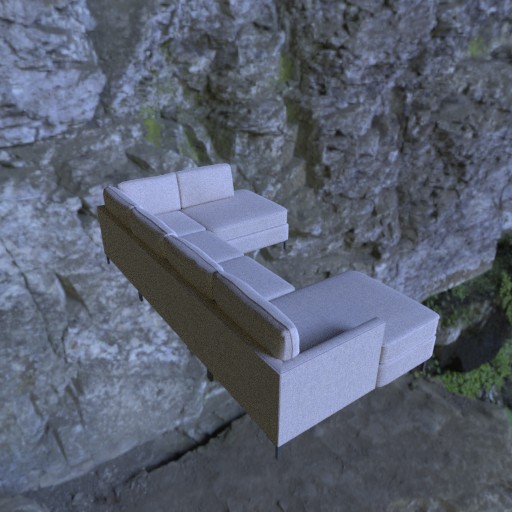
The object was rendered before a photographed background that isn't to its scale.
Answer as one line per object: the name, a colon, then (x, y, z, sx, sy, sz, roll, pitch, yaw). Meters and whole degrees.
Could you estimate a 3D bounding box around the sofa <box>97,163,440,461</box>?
sofa: (0.000, 0.000, 4.362, 2.021, 0.996, 3.423, -18, 32, -31)
